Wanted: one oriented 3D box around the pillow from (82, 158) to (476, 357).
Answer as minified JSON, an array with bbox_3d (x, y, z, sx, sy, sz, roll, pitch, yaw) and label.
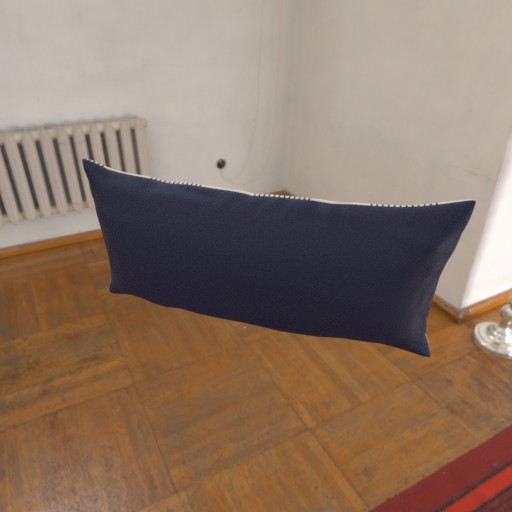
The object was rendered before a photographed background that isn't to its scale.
[{"bbox_3d":[0.000,0.000,0.738,0.610,0.287,0.151,9,33,14],"label":"pillow"}]
